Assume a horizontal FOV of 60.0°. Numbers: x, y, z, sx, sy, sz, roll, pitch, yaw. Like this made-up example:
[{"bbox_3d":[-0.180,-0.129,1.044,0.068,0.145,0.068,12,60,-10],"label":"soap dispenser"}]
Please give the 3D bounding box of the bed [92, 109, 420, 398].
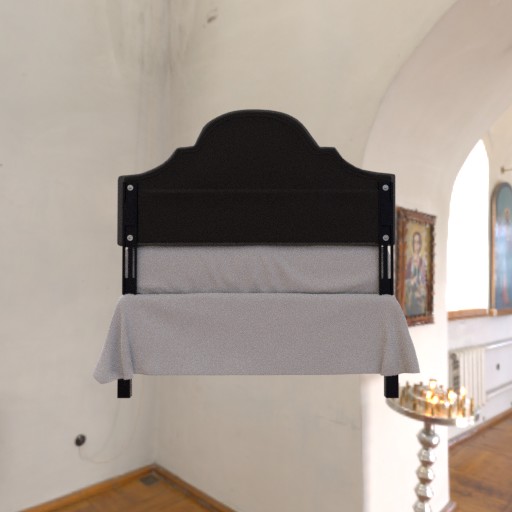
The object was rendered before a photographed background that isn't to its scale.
[{"bbox_3d":[0.000,0.000,3.469,1.780,1.634,2.222,0,-1,0],"label":"bed"}]
